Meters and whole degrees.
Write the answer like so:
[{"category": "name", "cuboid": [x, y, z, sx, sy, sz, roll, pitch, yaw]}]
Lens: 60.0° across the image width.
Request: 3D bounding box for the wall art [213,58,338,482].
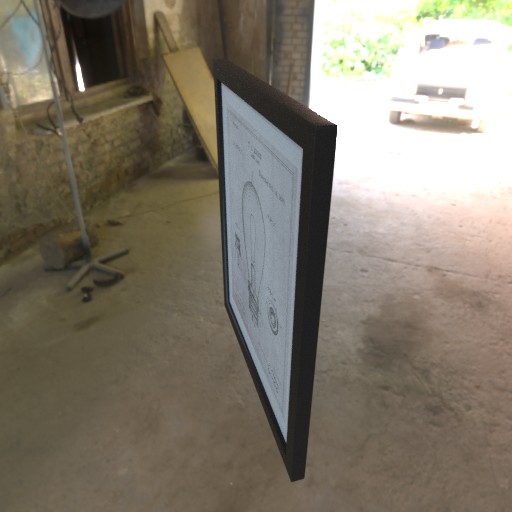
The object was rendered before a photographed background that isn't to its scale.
[{"category": "wall art", "cuboid": [0.000, 0.000, 0.685, 0.021, 0.509, 0.430, -9, 32, -14]}]
